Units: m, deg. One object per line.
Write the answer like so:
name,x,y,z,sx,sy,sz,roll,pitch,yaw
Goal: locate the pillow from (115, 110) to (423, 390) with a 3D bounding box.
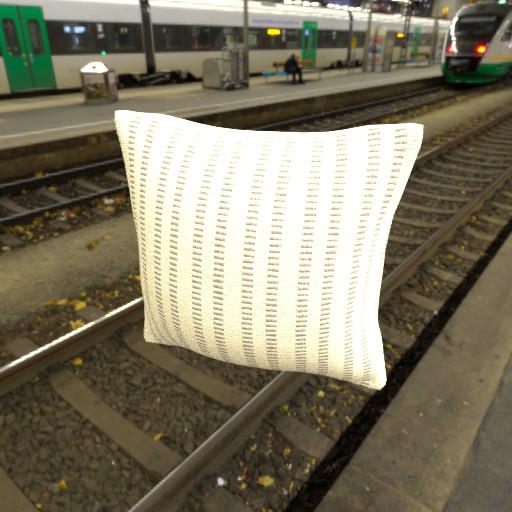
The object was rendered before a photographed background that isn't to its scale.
pillow,0.000,0.000,0.686,0.438,0.419,0.247,8,27,15
